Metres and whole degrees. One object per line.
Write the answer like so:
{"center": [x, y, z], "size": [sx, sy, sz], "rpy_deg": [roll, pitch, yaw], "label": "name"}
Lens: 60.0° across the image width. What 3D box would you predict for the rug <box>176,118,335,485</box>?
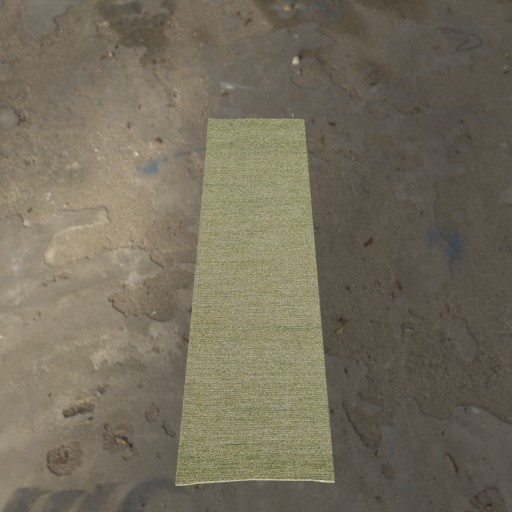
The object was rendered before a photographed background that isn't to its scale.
{"center": [0.000, 0.000, 2.530], "size": [0.686, 0.013, 2.340], "rpy_deg": [0, 57, 0], "label": "rug"}
